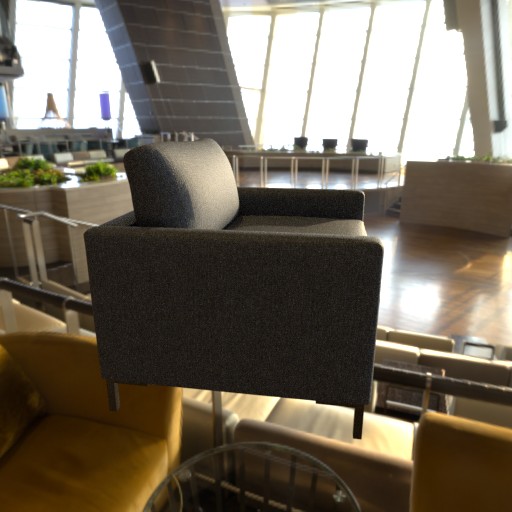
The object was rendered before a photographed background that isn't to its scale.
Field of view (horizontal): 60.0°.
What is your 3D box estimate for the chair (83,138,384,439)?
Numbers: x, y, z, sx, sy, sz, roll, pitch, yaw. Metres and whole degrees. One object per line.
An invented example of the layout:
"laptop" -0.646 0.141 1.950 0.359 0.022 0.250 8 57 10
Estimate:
"chair" 0.000 0.000 1.696 0.866 0.861 0.963 3 17 9
